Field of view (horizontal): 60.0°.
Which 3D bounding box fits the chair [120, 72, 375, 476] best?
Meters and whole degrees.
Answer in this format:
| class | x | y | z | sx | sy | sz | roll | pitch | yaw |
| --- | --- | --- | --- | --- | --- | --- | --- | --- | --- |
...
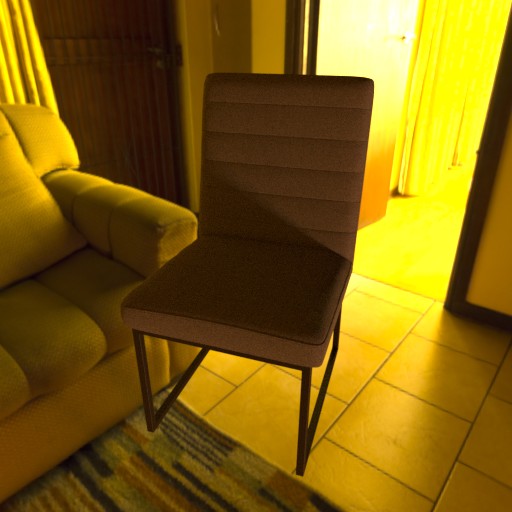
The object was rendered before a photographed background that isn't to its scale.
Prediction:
| class | x | y | z | sx | sy | sz | roll | pitch | yaw |
| --- | --- | --- | --- | --- | --- | --- | --- | --- | --- |
| chair | 0.000 | 0.000 | 1.266 | 0.520 | 0.930 | 0.634 | 9 | 28 | 17 |
